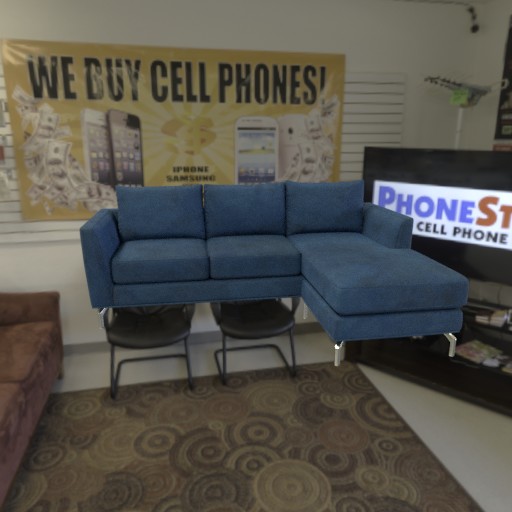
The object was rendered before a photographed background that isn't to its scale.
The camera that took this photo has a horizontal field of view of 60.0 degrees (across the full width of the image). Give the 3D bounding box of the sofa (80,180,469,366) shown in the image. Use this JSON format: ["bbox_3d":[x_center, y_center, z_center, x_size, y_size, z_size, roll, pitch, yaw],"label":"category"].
[{"bbox_3d":[0.000,0.000,3.274,2.438,0.987,1.622,-2,15,-9],"label":"sofa"}]
